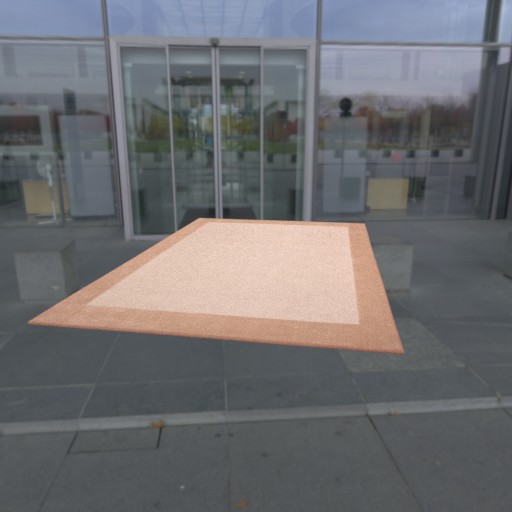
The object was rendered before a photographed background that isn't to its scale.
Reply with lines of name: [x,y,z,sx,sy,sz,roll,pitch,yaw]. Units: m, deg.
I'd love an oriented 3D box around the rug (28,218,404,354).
rug: [0.000,0.000,2.890,1.524,0.014,2.438,3,16,10]
